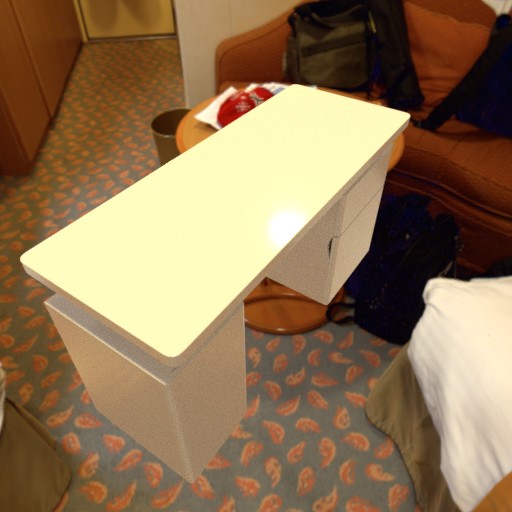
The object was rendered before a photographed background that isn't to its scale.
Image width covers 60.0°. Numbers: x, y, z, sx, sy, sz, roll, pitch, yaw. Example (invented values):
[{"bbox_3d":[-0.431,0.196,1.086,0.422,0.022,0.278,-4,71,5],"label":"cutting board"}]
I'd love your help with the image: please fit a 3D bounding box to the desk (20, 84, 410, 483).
[{"bbox_3d":[0.000,0.000,1.716,0.550,0.762,1.400,25,48,25],"label":"desk"}]
